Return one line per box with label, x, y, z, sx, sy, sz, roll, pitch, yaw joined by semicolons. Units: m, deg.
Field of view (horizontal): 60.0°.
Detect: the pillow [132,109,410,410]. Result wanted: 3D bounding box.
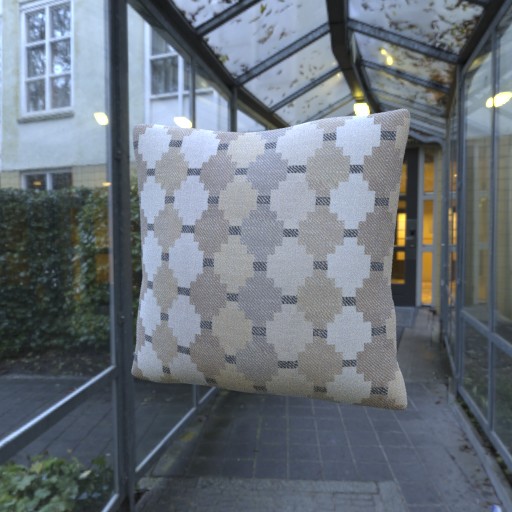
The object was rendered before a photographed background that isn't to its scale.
pillow;0.000;0.000;0.883;0.578;0.558;0.192;1;3;18
